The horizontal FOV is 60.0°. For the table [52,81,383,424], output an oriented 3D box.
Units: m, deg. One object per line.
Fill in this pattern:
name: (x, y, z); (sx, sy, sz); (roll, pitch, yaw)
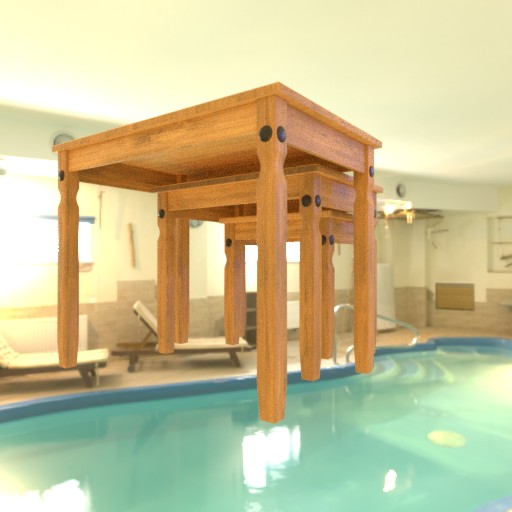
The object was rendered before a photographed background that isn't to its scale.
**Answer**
table: (0.000, 0.000, 1.189); (0.660, 0.535, 0.773); (0, -1, 36)
